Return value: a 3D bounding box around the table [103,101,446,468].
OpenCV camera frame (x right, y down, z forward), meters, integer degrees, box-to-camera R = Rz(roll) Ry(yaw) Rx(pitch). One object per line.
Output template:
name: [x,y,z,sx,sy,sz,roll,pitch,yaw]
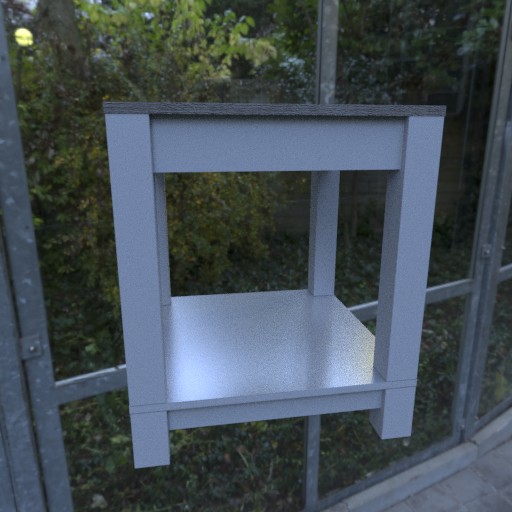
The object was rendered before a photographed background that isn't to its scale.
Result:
table: [0.000,0.000,0.953,0.504,0.587,0.506,-3,15,-9]
